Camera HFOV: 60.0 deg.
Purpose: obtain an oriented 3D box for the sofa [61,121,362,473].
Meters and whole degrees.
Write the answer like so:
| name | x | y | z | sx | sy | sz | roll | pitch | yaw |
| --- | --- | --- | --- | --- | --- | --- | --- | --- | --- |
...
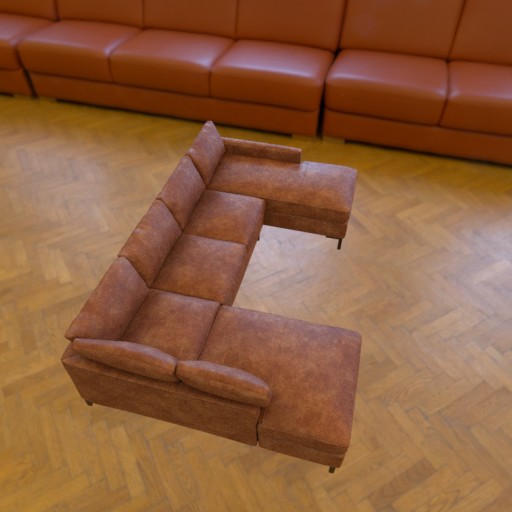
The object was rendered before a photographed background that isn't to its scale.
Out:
| name | x | y | z | sx | sy | sz | roll | pitch | yaw |
| --- | --- | --- | --- | --- | --- | --- | --- | --- | --- |
| sofa | 0.000 | 0.000 | 3.853 | 1.939 | 0.900 | 2.956 | 11 | 47 | 10 |
